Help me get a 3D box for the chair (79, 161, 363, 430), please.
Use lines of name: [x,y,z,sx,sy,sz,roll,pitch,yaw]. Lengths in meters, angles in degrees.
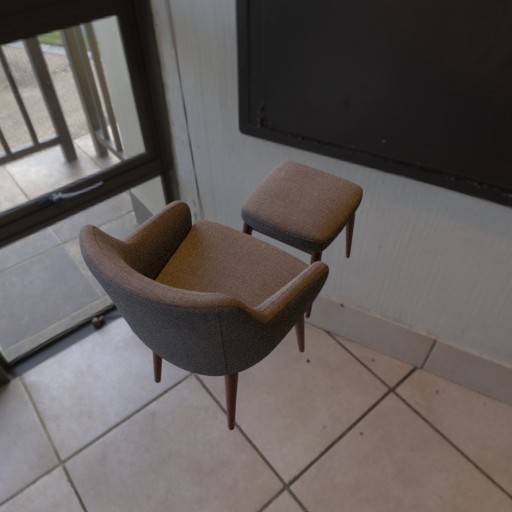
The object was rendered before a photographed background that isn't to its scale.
chair: [0.000,0.000,1.572,0.584,0.799,1.107,25,51,21]
